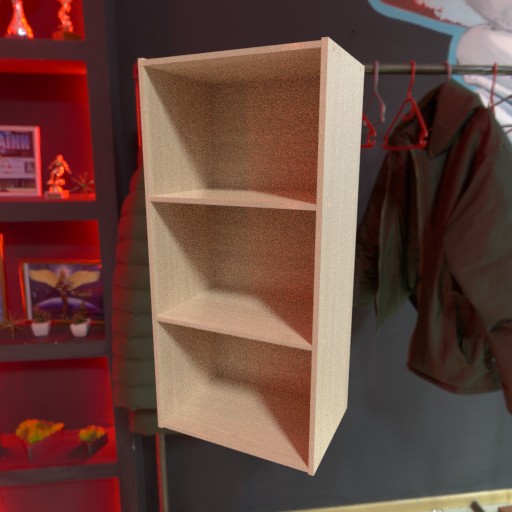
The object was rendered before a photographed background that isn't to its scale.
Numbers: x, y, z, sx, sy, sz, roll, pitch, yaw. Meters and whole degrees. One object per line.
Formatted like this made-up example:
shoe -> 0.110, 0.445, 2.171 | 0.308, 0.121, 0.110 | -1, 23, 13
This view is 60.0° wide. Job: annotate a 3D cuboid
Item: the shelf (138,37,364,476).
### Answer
shelf -> 0.000, 0.000, 1.077 | 0.417, 0.876, 0.292 | 6, 14, 25
